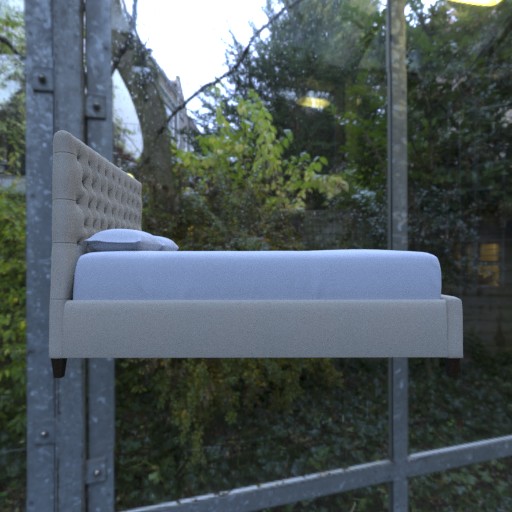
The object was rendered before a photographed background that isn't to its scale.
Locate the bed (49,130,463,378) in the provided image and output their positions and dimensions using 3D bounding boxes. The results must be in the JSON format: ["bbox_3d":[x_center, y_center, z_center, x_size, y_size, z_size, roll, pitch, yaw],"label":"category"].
[{"bbox_3d":[0.000,0.000,3.376,2.387,1.427,1.698,0,-1,0],"label":"bed"}]
